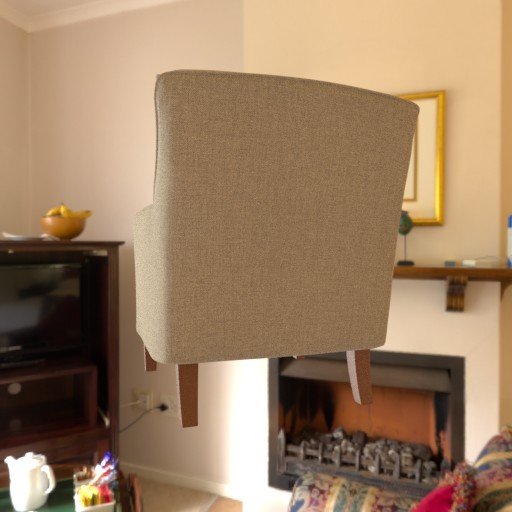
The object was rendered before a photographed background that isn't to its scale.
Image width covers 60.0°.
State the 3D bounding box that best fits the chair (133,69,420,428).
[{"bbox_3d":[0.000,0.000,1.743,0.887,1.047,0.993,0,1,-19],"label":"chair"}]
